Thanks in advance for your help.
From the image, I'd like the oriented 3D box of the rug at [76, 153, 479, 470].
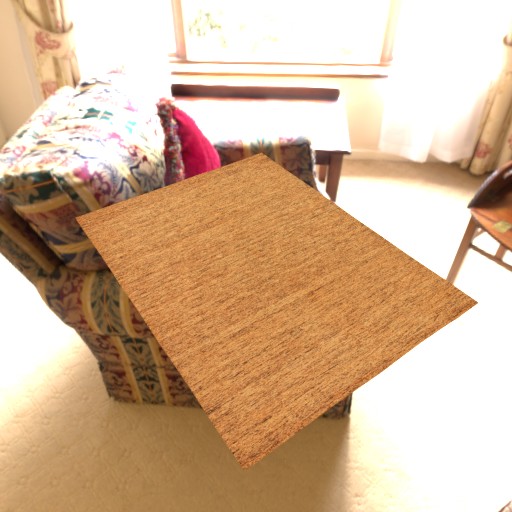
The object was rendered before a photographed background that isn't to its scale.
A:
[{"bbox_3d":[0.000,0.000,4.261,2.438,0.012,3.200,-25,48,-25],"label":"rug"}]
